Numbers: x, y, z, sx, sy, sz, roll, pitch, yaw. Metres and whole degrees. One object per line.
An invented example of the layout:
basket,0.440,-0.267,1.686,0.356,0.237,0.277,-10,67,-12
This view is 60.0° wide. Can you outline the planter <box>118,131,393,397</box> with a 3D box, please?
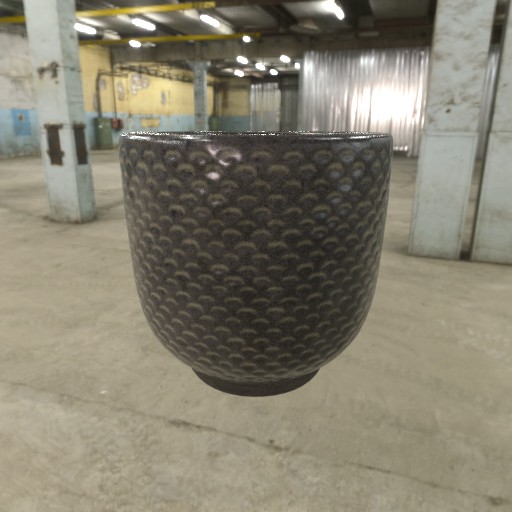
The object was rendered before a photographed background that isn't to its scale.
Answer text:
planter,0.000,0.000,0.354,0.197,0.191,0.197,0,16,0
